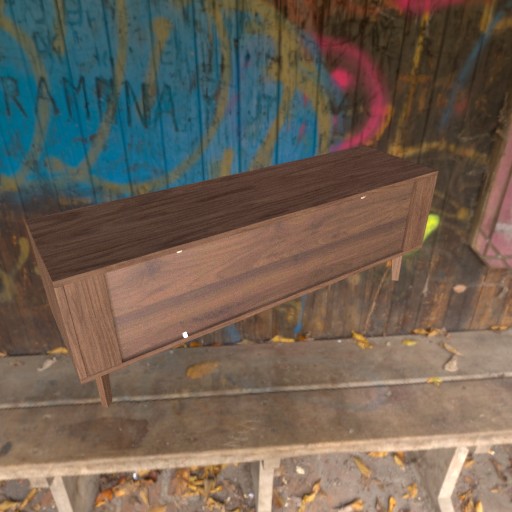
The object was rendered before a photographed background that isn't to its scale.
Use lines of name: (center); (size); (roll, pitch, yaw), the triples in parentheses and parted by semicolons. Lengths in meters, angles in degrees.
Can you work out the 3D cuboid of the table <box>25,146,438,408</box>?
table: (0.000, 0.000, 1.640); (1.397, 0.508, 0.405); (-18, 35, -28)
